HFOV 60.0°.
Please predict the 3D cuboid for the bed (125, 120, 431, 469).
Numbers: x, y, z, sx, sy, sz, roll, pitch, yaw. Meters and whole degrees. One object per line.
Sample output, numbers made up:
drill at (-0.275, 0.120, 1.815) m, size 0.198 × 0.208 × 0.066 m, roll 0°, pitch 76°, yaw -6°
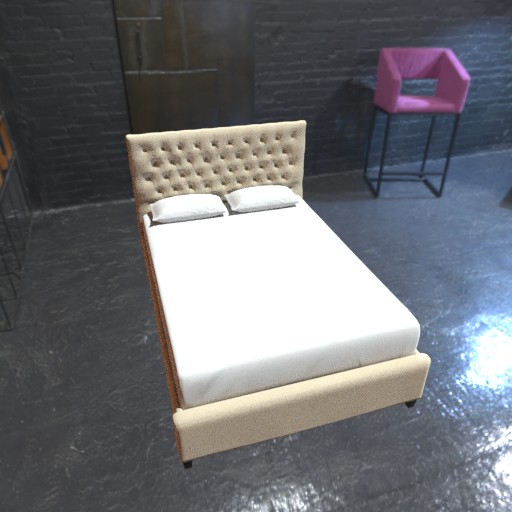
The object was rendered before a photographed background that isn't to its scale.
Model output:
bed at (0.000, 0.000, 3.503) m, size 1.698 × 1.427 × 2.387 m, roll -9°, pitch 33°, yaw -14°
